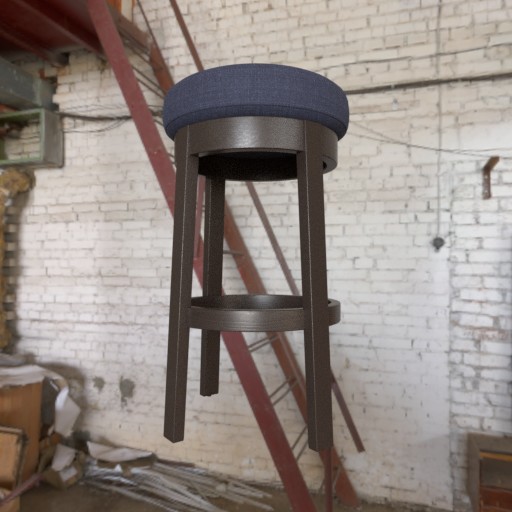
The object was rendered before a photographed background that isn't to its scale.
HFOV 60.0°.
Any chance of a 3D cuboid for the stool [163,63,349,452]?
[{"bbox_3d":[0.000,0.000,1.035,0.446,0.758,0.446,0,0,0],"label":"stool"}]
